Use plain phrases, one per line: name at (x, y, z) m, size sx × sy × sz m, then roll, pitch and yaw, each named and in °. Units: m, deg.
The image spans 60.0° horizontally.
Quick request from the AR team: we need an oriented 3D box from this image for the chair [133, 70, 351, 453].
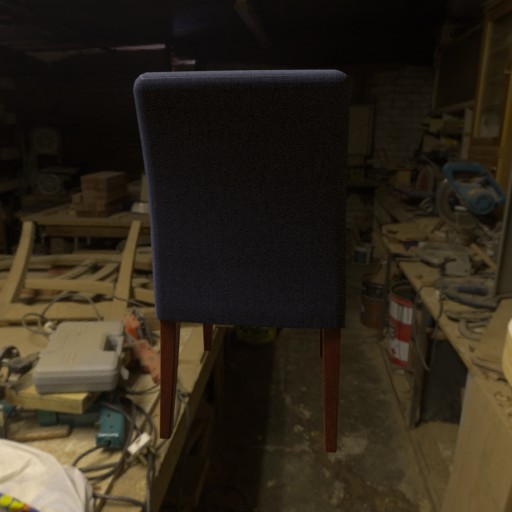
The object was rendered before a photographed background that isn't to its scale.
chair at (0.000, 0.000, 1.318) m, size 0.508 × 0.952 × 0.655 m, roll 2°, pitch 16°, yaw 6°
